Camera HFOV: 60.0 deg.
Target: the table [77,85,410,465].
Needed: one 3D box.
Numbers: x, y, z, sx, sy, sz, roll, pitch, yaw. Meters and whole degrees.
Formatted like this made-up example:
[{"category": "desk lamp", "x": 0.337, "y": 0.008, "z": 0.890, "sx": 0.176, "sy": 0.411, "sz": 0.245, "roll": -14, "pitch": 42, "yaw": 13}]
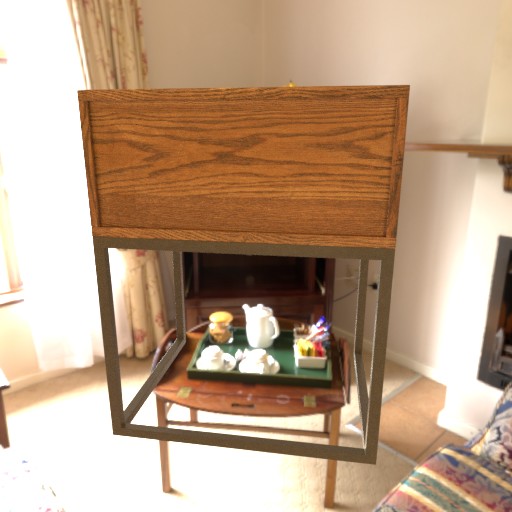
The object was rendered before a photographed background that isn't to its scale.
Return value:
[{"category": "table", "x": 0.000, "y": 0.000, "z": 0.902, "sx": 0.482, "sy": 0.610, "sz": 0.400, "roll": 3, "pitch": 16, "yaw": 9}]
